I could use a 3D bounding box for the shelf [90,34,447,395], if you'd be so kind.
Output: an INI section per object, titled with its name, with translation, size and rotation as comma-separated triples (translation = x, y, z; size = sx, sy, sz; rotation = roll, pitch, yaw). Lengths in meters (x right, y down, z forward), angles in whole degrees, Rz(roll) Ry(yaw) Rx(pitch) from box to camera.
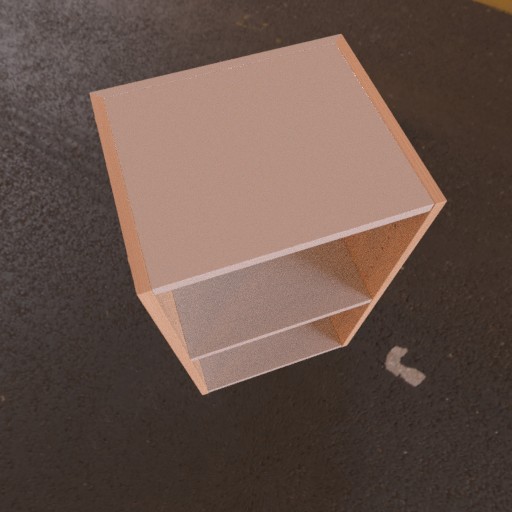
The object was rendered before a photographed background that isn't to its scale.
[shelf]
translation = 0.000, 0.000, 0.793
size = 0.350, 0.600, 0.290
rotation = -17, 65, -8
